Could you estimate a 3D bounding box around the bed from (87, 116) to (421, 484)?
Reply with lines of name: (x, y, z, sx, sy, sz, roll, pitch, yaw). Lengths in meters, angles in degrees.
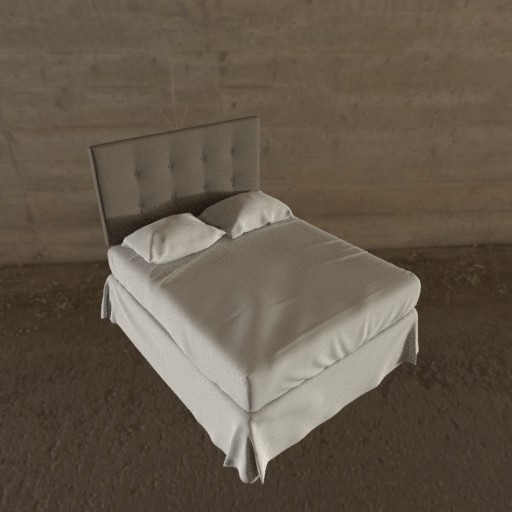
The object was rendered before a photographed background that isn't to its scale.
bed: (0.000, 0.000, 3.472, 1.936, 1.577, 2.222, -22, 37, -33)
